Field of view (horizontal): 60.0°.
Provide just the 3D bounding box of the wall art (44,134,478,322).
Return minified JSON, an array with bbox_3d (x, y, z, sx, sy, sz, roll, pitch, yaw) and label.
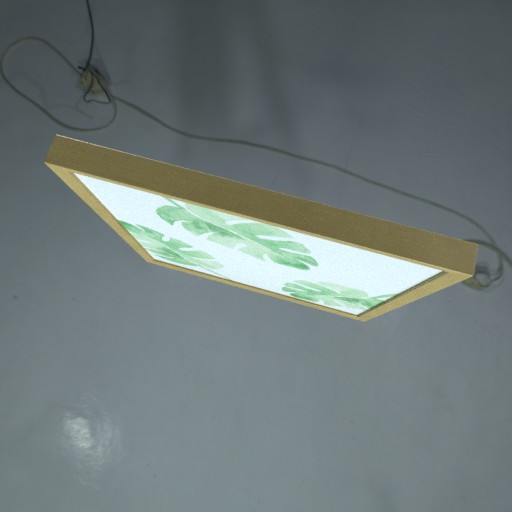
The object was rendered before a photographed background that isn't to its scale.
[{"bbox_3d":[0.000,0.000,0.755,0.508,0.508,0.038,15,76,4],"label":"wall art"}]
